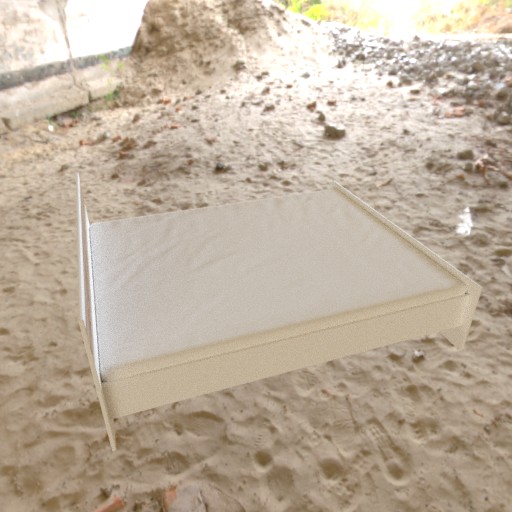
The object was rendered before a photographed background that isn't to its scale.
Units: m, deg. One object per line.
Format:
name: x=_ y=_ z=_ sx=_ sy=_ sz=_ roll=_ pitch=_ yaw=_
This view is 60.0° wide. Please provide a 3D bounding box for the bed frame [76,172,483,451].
bed frame: x=0.000 y=0.000 z=2.898 sx=2.060 sy=0.800 sz=1.720 roll=-10 pitch=32 yaw=-17
